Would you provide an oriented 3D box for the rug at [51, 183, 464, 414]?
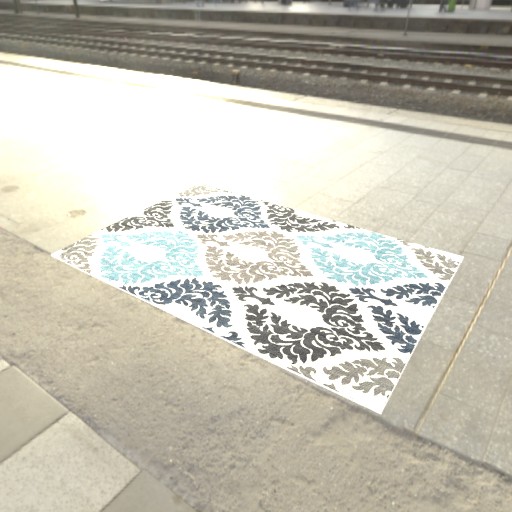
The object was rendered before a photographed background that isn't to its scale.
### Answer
[{"bbox_3d":[0.000,0.000,2.918,2.275,0.014,1.514,19,36,29],"label":"rug"}]
